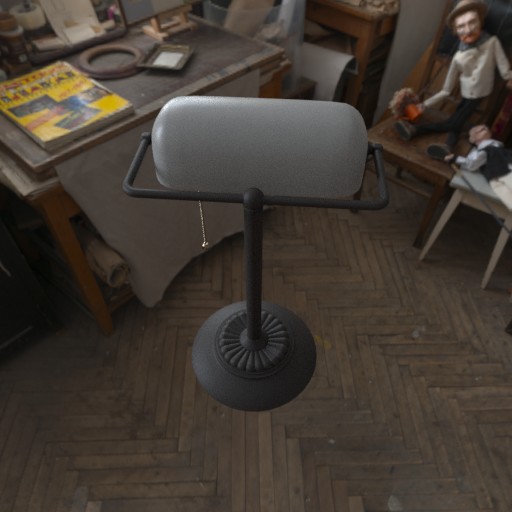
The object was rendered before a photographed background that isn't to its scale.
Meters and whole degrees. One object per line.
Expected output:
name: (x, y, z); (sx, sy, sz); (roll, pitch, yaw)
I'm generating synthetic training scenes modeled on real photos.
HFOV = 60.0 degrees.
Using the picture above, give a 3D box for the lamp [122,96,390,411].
lamp: (0.000, 0.000, 0.533); (0.264, 0.339, 0.243); (3, 48, 3)
